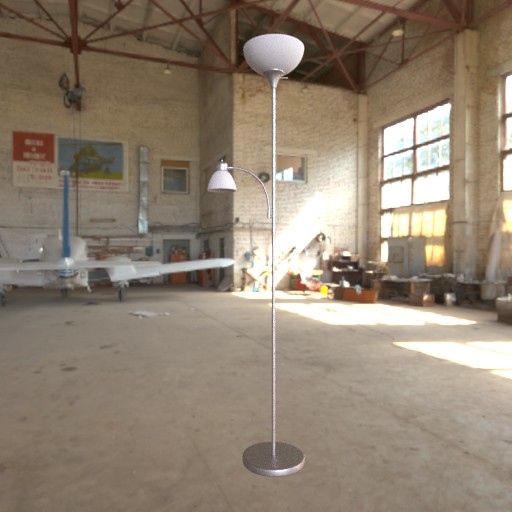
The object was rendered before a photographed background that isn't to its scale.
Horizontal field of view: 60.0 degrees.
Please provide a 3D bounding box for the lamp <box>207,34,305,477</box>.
[{"bbox_3d":[0.000,0.000,1.939,0.425,1.804,0.279,0,0,-1],"label":"lamp"}]
